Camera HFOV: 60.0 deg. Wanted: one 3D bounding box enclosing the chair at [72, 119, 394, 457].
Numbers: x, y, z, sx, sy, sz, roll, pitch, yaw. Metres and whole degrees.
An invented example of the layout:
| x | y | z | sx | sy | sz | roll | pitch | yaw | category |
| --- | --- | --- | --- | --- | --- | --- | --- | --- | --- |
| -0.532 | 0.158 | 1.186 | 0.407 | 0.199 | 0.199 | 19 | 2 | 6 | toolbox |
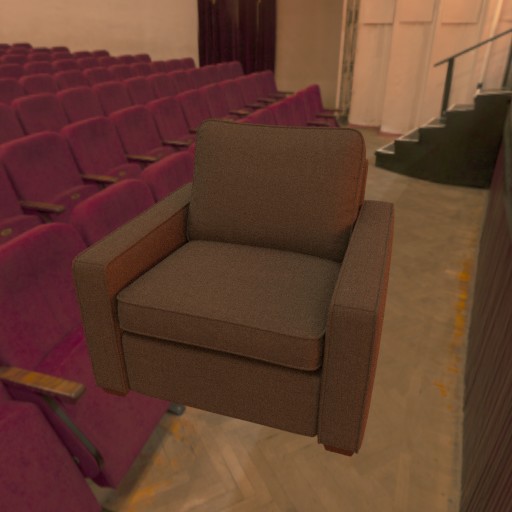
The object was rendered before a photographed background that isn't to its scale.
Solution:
| x | y | z | sx | sy | sz | roll | pitch | yaw | category |
| --- | --- | --- | --- | --- | --- | --- | --- | --- | --- |
| 0.000 | 0.000 | 1.742 | 1.017 | 0.919 | 0.940 | 8 | 28 | 16 | chair |
